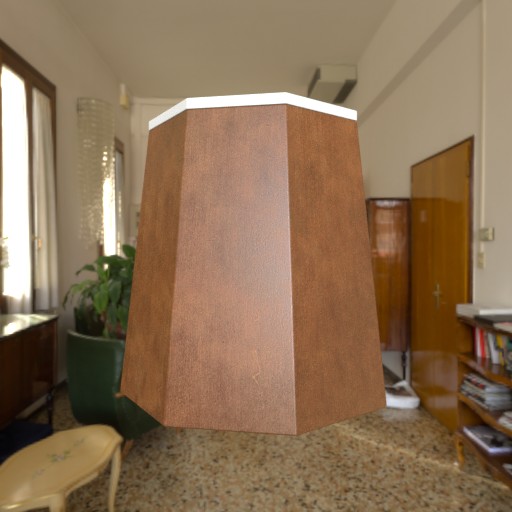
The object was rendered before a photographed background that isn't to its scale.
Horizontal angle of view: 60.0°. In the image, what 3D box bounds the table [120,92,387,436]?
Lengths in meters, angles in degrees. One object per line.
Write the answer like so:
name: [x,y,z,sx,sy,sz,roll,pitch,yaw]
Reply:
table: [0.000,0.000,0.794,0.439,0.457,0.439,-1,1,-37]
